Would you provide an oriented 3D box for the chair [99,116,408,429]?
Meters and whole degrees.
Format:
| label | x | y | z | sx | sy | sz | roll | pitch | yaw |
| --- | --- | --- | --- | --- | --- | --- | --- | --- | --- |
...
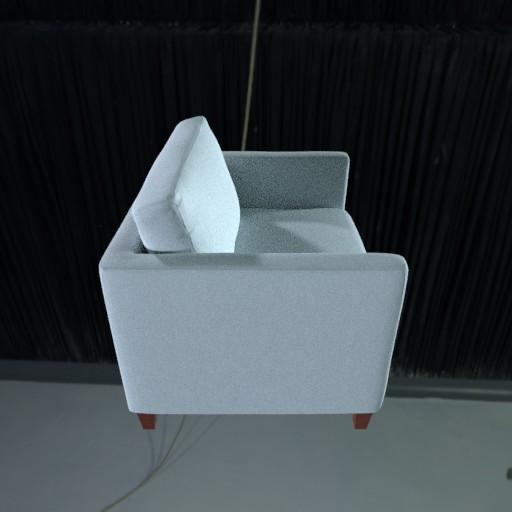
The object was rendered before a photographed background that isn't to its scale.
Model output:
| label | x | y | z | sx | sy | sz | roll | pitch | yaw |
| --- | --- | --- | --- | --- | --- | --- | --- | --- | --- |
| chair | 0.000 | 0.000 | 1.879 | 0.953 | 0.961 | 1.107 | 0 | 31 | 0 |
